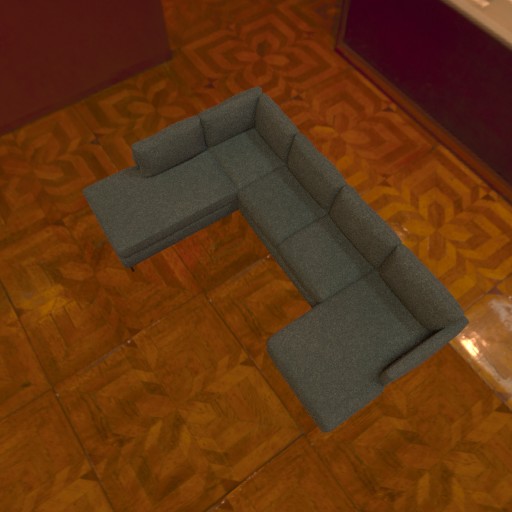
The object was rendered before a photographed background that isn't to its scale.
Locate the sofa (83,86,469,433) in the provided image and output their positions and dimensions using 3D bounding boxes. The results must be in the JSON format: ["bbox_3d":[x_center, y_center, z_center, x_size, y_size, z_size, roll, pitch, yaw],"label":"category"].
[{"bbox_3d":[0.000,0.000,3.822,2.007,0.813,2.956,-30,67,-14],"label":"sofa"}]
